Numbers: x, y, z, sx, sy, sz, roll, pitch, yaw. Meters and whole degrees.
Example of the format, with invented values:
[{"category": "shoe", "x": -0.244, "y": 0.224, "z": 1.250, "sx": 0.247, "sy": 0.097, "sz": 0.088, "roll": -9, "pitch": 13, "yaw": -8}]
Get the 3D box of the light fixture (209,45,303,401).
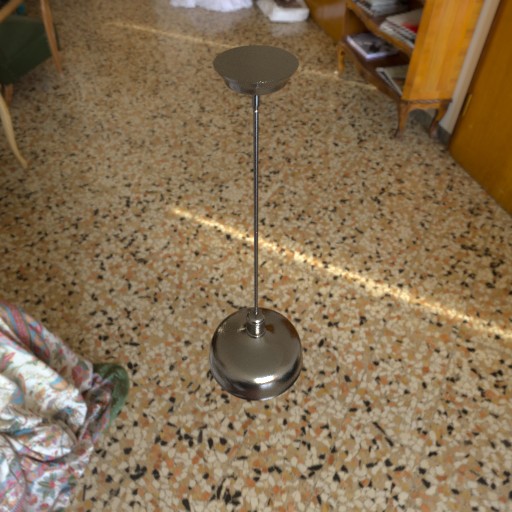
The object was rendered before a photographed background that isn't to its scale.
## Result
[{"category": "light fixture", "x": 0.000, "y": 0.000, "z": 1.074, "sx": 0.299, "sy": 0.935, "sz": 0.299, "roll": 30, "pitch": 54, "yaw": 25}]
